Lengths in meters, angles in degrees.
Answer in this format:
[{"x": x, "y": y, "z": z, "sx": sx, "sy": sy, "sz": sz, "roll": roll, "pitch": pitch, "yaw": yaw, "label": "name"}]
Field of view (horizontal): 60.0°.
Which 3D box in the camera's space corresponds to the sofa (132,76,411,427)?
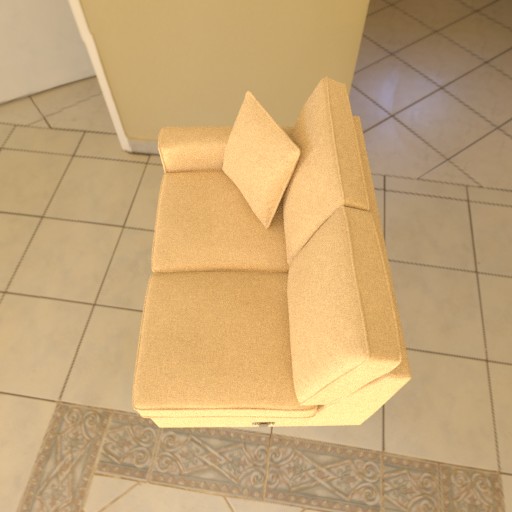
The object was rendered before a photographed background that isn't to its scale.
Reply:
[{"x": 0.000, "y": 0.000, "z": 2.040, "sx": 0.991, "sy": 0.989, "sz": 1.388, "roll": -1, "pitch": 59, "yaw": 0, "label": "sofa"}]
